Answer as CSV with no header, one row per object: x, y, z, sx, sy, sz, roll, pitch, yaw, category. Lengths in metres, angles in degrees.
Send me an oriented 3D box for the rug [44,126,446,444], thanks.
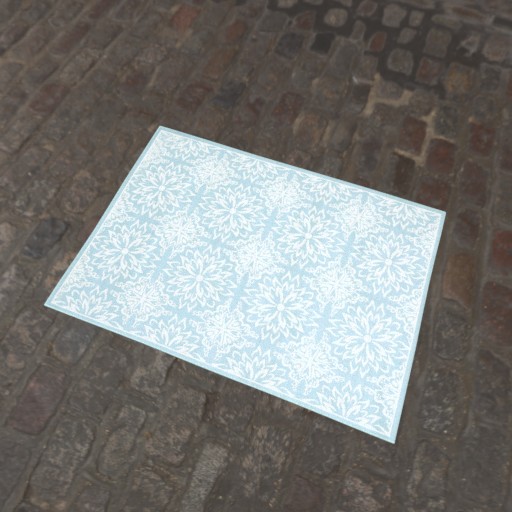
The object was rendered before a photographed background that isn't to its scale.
0.000,0.000,2.904,2.205,0.014,1.589,19,64,10,rug
